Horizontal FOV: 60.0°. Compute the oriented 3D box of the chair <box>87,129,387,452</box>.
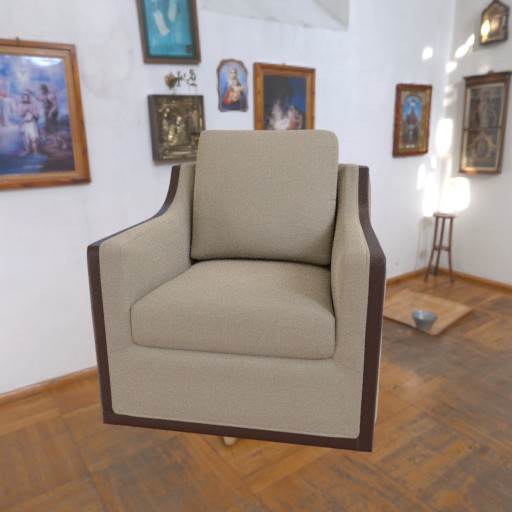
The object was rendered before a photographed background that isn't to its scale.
[{"bbox_3d":[0.000,0.000,1.671,0.870,0.930,0.950,2,15,9],"label":"chair"}]
